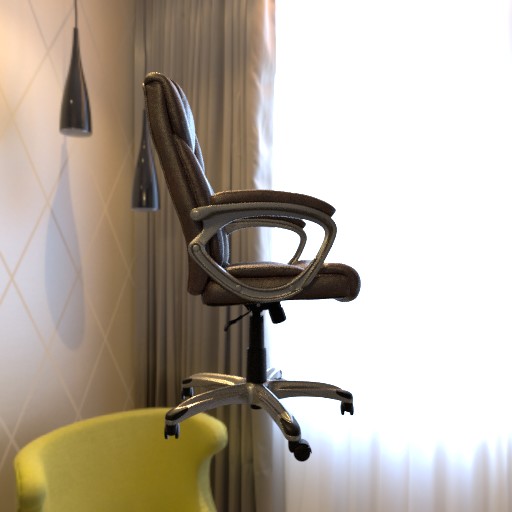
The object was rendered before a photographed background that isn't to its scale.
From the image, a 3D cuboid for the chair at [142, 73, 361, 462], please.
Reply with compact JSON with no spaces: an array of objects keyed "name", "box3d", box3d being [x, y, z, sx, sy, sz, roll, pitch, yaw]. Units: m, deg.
[{"name":"chair","box3d":[0.000,0.000,1.535,0.692,1.128,0.656,0,0,-2]}]
